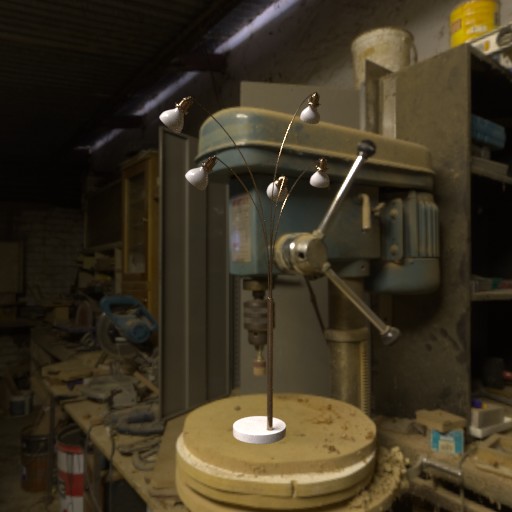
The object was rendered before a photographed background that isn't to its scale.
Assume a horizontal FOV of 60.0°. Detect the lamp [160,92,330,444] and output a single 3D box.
[{"bbox_3d":[0.000,0.000,3.034,1.405,2.423,0.361,1,-2,-35],"label":"lamp"}]
